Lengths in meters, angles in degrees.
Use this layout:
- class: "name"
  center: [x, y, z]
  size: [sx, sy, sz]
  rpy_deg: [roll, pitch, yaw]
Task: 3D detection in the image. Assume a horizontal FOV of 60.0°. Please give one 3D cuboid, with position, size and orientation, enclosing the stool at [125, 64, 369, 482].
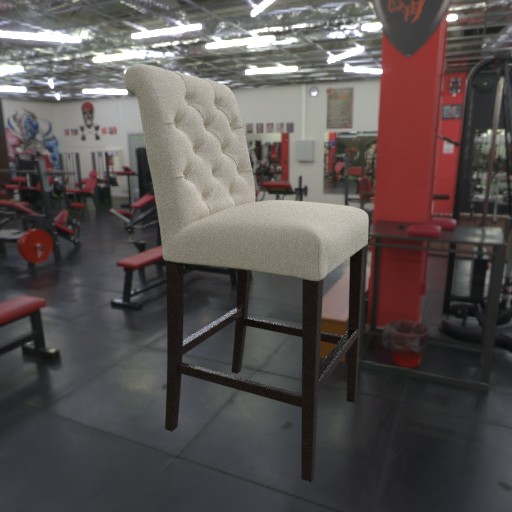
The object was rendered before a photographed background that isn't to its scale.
- class: "stool"
  center: [0.000, 0.000, 1.407]
  size: [0.610, 1.118, 0.482]
  rpy_deg: [7, 15, 27]
